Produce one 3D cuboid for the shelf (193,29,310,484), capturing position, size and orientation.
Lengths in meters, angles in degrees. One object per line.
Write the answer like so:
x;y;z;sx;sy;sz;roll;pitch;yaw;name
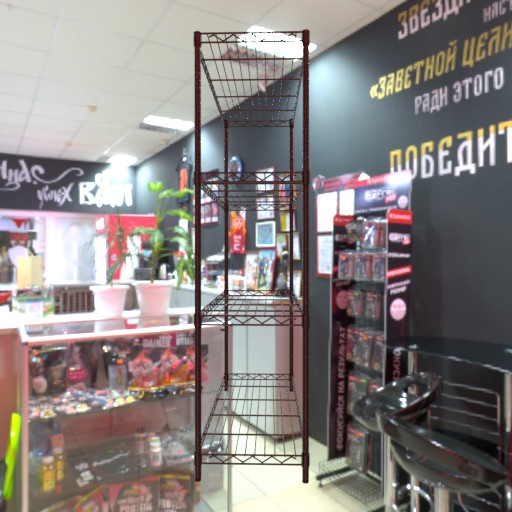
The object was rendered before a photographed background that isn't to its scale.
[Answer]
0.000;0.000;1.783;0.352;1.361;0.907;0;0;2;shelf
